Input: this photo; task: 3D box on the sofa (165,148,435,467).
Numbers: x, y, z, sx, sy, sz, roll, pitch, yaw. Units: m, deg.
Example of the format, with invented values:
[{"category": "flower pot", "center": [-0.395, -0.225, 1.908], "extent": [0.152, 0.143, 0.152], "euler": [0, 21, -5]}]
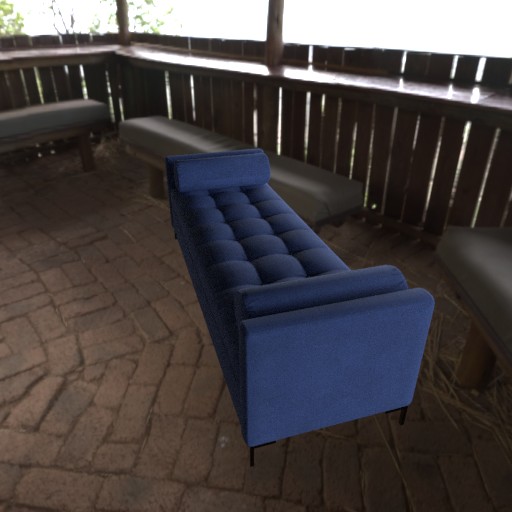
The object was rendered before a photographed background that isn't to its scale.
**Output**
[{"category": "sofa", "center": [0.000, 0.000, 2.389], "extent": [0.686, 0.635, 1.981], "euler": [-8, 30, -15]}]
